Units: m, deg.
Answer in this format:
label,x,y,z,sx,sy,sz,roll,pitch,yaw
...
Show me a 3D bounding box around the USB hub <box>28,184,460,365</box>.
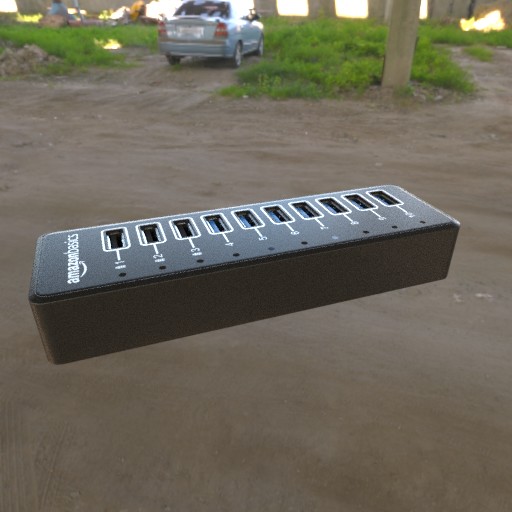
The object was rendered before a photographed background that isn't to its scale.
label,x,y,z,sx,sy,sz,roll,pitch,yaw
USB hub,0.000,0.000,0.162,0.145,0.023,0.044,-10,32,-17
